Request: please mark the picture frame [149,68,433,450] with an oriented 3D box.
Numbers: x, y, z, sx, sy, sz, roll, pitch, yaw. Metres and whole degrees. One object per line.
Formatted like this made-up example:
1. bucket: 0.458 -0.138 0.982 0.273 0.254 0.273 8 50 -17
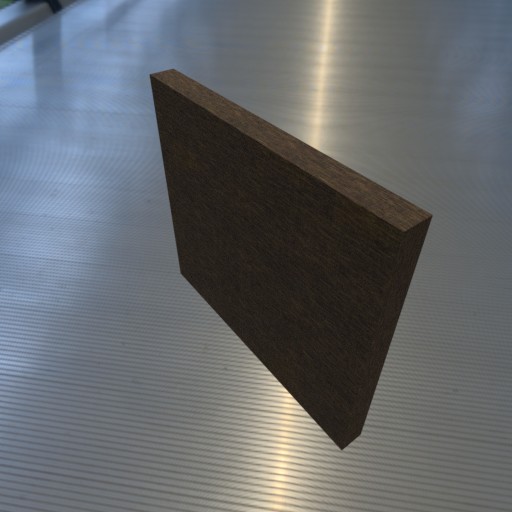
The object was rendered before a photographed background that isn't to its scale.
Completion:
1. picture frame: 0.000 0.000 0.534 0.033 0.330 0.378 -27 48 -27
